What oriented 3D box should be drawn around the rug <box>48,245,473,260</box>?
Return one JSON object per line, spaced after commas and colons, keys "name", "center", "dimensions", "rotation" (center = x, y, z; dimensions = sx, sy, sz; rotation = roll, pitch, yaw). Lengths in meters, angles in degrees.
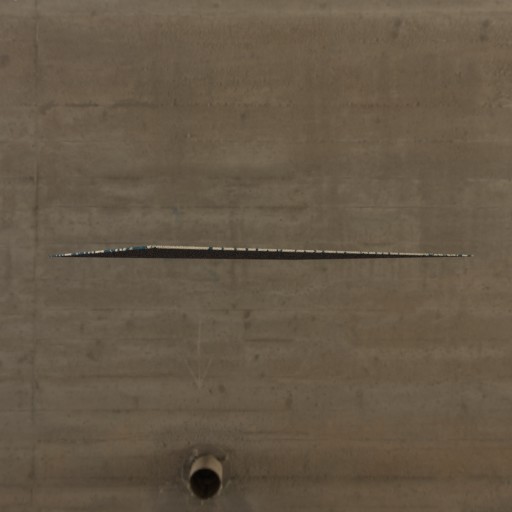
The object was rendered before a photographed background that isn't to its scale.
{"name": "rug", "center": [0.000, 0.000, 4.026], "dimensions": [3.017, 0.014, 2.416], "rotation": [1, -2, -36]}
